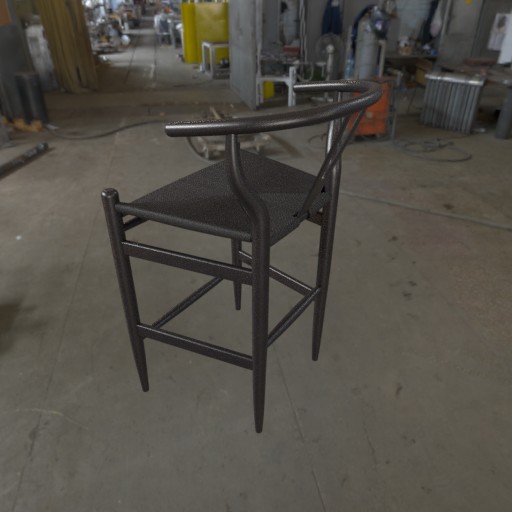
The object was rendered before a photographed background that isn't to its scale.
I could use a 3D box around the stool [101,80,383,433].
[{"bbox_3d":[0.000,0.000,1.293,0.579,0.970,0.569,19,36,29],"label":"stool"}]
